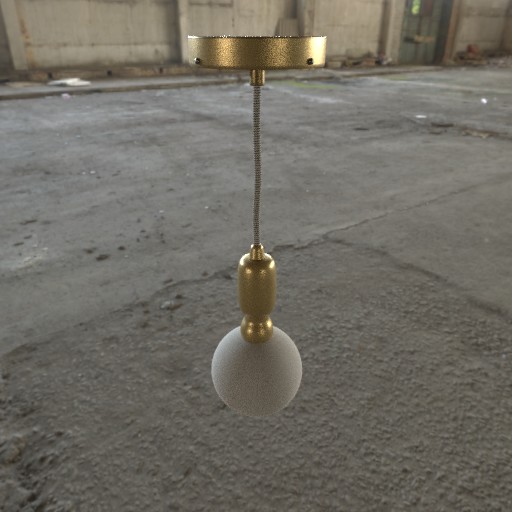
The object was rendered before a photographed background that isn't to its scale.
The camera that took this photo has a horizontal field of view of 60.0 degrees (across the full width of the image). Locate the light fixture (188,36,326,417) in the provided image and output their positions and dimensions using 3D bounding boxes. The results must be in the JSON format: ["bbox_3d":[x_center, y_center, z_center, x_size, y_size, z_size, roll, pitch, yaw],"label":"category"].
[{"bbox_3d":[0.000,0.000,0.575,0.146,0.510,0.147,-18,31,-32],"label":"light fixture"}]
